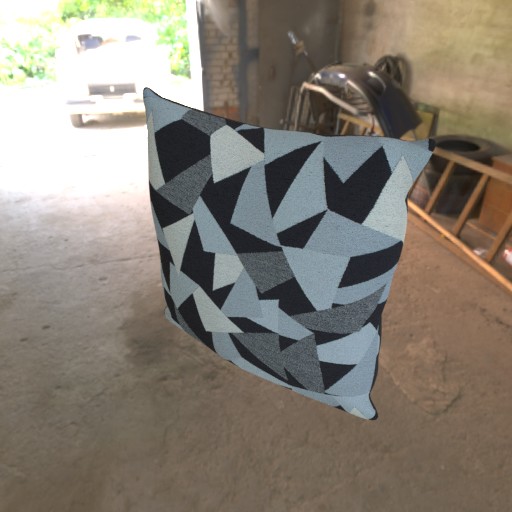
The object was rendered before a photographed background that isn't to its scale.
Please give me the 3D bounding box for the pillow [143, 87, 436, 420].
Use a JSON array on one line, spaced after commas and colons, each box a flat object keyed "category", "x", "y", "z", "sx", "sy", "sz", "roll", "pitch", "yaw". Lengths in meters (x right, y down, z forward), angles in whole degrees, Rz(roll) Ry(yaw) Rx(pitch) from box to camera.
[{"category": "pillow", "x": 0.000, "y": 0.000, "z": 0.755, "sx": 0.503, "sy": 0.496, "sz": 0.208, "roll": 20, "pitch": 36, "yaw": 29}]
